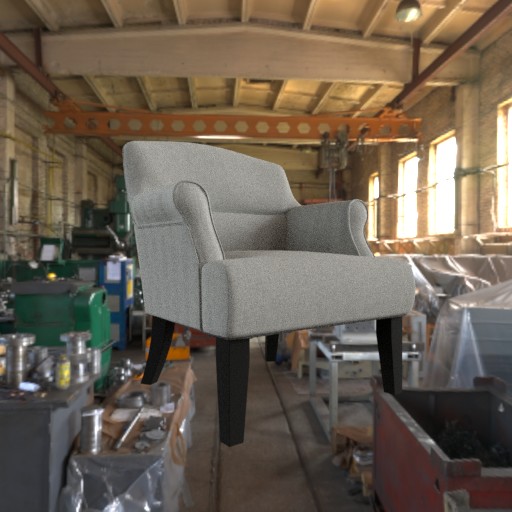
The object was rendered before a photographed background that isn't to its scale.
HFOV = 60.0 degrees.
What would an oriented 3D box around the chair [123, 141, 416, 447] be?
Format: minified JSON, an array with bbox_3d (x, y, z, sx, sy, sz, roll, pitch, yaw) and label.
[{"bbox_3d":[0.000,0.000,1.490,0.772,0.880,0.755,0,0,-37],"label":"chair"}]
